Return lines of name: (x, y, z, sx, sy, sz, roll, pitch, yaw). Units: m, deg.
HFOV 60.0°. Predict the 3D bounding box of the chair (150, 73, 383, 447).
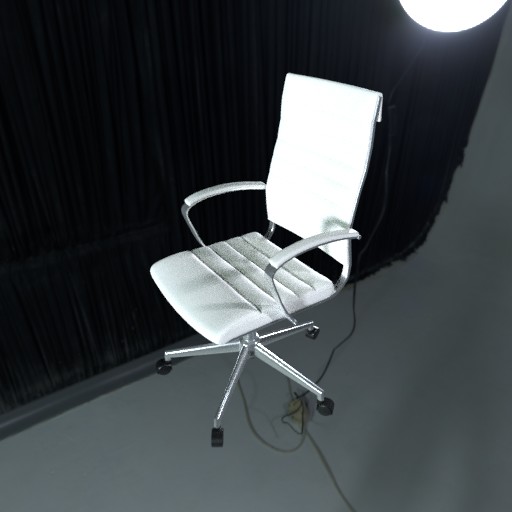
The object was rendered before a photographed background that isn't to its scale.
chair: (0.000, 0.000, 1.634, 0.739, 1.149, 0.766, -21, 37, -30)
